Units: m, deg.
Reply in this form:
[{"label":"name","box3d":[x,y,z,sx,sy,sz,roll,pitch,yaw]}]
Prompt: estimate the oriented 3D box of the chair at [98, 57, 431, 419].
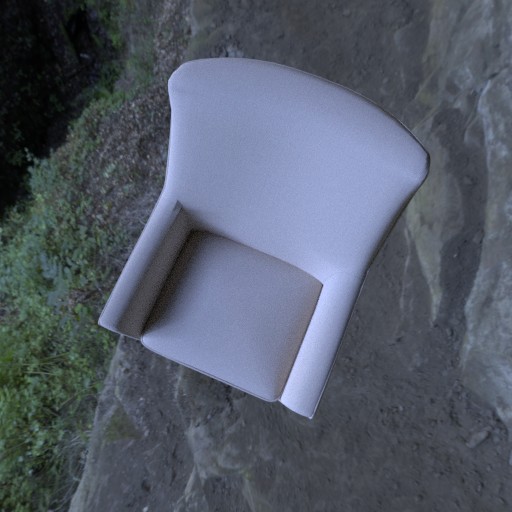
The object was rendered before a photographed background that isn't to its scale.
[{"label":"chair","box3d":[0.000,0.000,1.553,0.756,0.916,0.879,22,76,6]}]
